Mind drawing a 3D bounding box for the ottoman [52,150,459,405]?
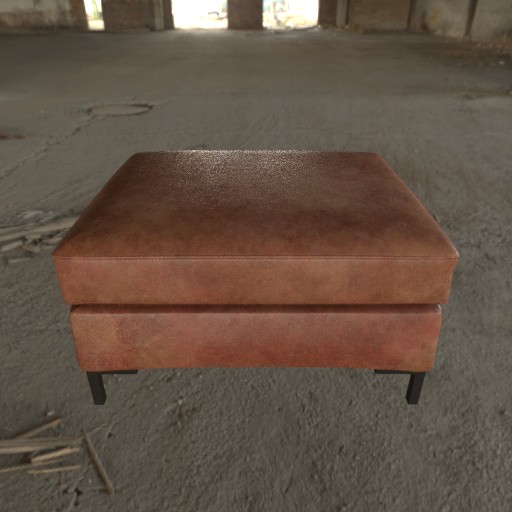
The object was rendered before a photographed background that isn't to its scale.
[{"bbox_3d":[0.000,0.000,1.792,1.186,0.667,0.965,0,30,0],"label":"ottoman"}]
